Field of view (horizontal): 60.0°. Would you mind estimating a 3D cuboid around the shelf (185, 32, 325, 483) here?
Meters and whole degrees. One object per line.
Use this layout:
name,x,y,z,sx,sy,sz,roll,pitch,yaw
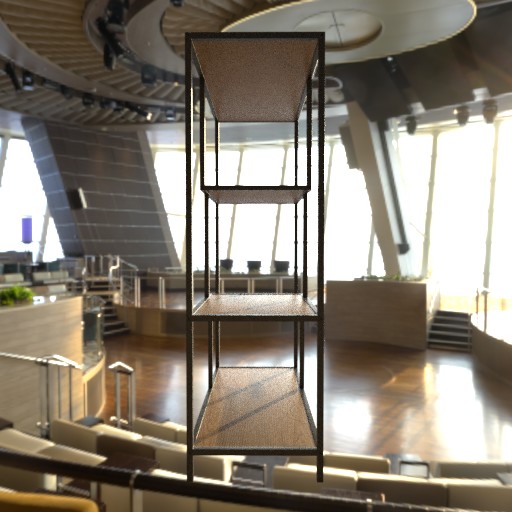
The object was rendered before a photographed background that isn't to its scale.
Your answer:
shelf,0.000,0.000,1.504,0.350,1.138,0.770,0,2,0
